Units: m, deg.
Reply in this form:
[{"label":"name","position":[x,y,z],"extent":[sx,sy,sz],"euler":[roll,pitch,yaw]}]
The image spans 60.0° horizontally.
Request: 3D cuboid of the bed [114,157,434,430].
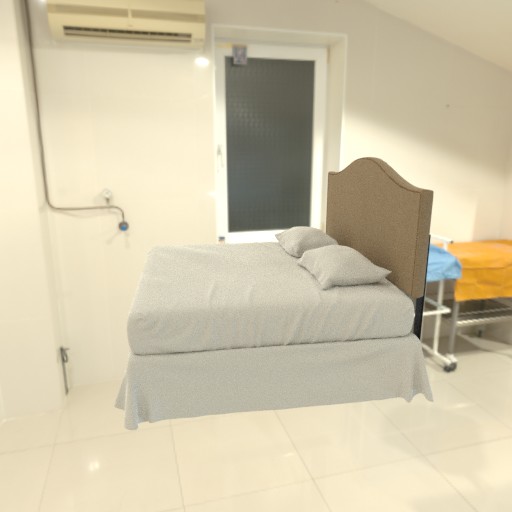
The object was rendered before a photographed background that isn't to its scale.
[{"label":"bed","position":[0.000,0.000,3.808],"extent":[2.222,1.651,2.311],"euler":[-2,14,-9]}]
